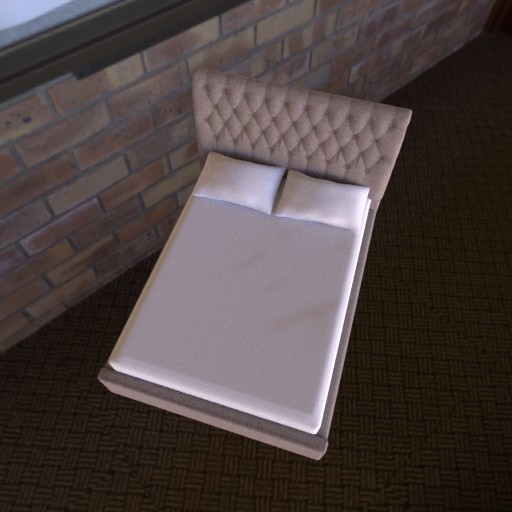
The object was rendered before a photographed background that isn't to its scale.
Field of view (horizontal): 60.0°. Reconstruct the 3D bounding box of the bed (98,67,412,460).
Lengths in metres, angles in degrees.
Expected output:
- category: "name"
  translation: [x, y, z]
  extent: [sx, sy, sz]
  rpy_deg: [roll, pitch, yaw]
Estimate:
- category: "bed"
  translation: [0.000, 0.000, 3.293]
  extent: [1.645, 1.371, 2.252]
  rpy_deg: [15, 59, 9]
